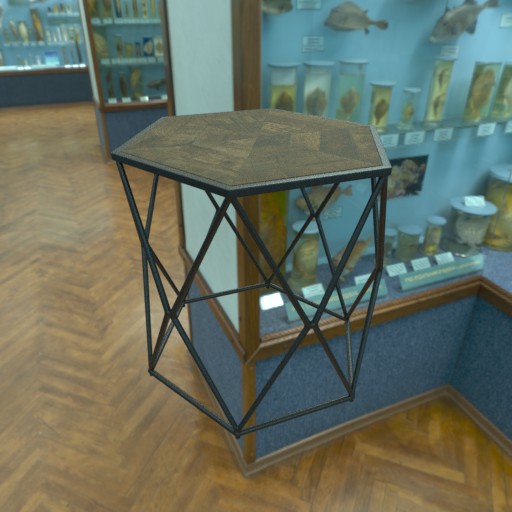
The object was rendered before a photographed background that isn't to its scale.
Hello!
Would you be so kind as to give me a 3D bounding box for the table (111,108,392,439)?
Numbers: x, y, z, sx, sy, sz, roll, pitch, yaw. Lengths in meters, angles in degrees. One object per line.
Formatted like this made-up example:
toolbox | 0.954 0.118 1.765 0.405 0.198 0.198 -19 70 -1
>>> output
table | 0.000 0.000 1.052 0.578 0.564 0.579 -11 31 -18
